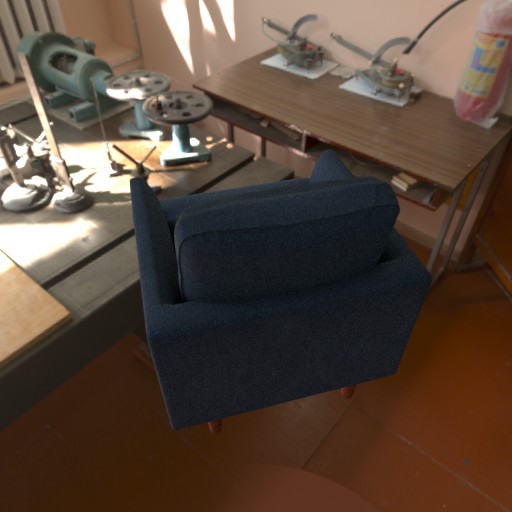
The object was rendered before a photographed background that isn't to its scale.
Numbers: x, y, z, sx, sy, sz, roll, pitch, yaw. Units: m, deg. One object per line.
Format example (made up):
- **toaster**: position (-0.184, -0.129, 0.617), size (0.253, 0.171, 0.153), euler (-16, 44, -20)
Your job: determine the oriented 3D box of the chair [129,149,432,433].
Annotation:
- **chair**: position (0.000, 0.000, 1.645), size (0.858, 0.957, 0.899), euler (-11, 44, -11)
